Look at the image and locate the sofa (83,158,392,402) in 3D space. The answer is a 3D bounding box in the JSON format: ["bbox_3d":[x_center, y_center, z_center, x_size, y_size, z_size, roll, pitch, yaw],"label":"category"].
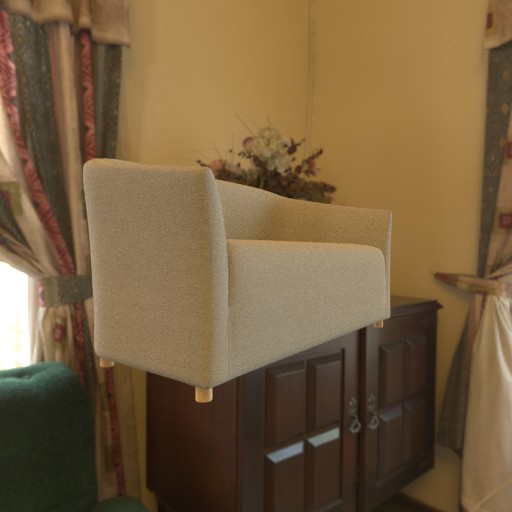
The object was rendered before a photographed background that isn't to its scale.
[{"bbox_3d":[0.000,0.000,1.844,0.705,0.721,1.452,0,1,34],"label":"sofa"}]
